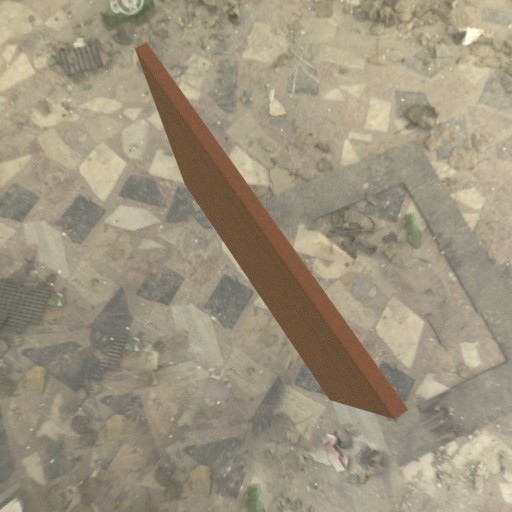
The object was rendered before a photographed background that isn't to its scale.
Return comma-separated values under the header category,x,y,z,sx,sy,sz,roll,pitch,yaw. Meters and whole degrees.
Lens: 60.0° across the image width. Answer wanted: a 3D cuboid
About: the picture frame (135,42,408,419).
category,x,y,z,sx,sy,sz,roll,pitch,yaw
picture frame,0.000,0.000,1.751,0.045,1.018,1.329,-33,77,-8
